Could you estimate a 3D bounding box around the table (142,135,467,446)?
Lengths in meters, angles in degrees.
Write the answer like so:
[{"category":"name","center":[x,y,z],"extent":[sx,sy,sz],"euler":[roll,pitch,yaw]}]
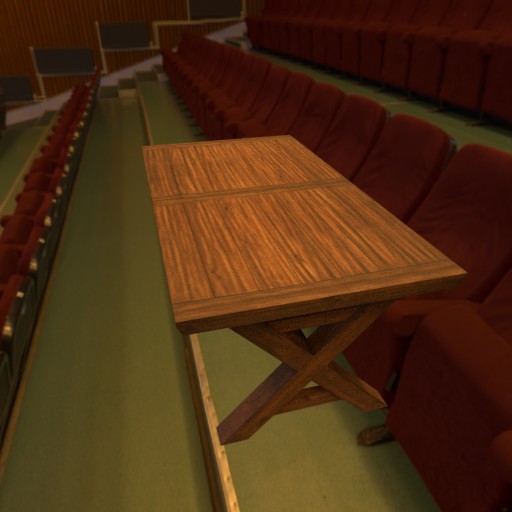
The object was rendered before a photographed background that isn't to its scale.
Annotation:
[{"category":"table","center":[0.000,0.000,2.527],"extent":[1.071,0.793,1.966],"euler":[-8,31,-13]}]
